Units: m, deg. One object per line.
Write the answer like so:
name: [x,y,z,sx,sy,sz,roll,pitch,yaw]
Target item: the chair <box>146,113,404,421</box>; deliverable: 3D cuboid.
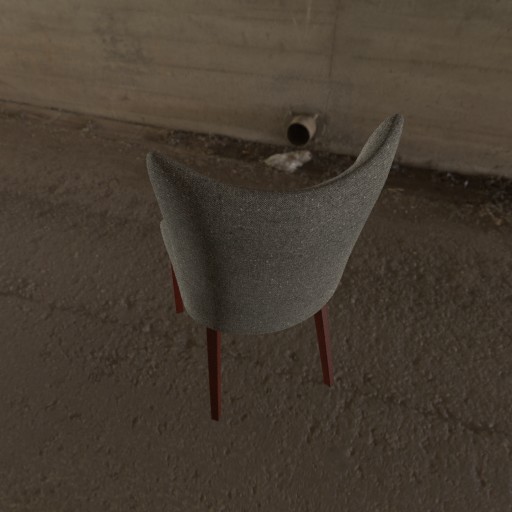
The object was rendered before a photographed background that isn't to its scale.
chair: [0.000,0.000,1.284,0.535,0.924,0.623,-12,42,-14]
